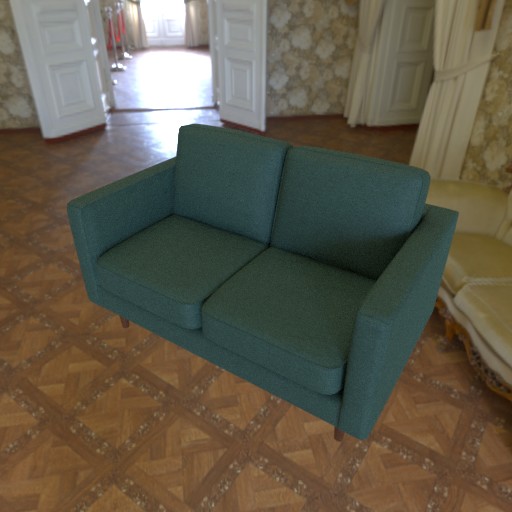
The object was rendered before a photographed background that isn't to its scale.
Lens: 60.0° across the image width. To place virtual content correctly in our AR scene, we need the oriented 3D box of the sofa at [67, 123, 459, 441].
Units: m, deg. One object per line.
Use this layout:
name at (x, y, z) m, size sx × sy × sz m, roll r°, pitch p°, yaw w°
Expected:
sofa at (0.000, 0.000, 1.967) m, size 1.430 × 0.899 × 0.879 m, roll 19°, pitch 37°, yaw 28°
